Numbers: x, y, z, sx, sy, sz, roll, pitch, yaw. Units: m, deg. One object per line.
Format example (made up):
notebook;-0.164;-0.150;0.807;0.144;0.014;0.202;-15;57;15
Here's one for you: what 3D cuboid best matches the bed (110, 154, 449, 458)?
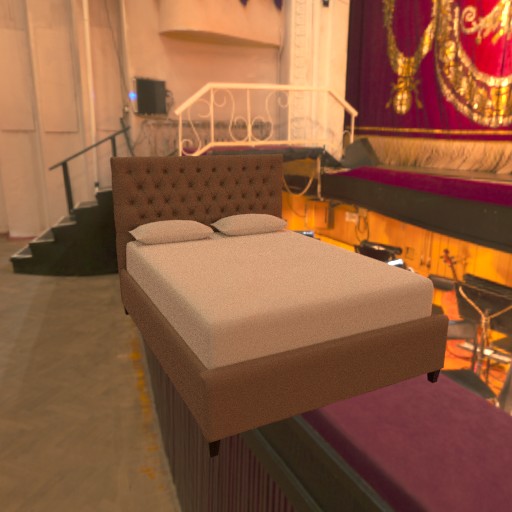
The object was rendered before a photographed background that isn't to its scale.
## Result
bed;0.000;0.000;3.367;1.696;1.426;2.233;-7;16;-26
